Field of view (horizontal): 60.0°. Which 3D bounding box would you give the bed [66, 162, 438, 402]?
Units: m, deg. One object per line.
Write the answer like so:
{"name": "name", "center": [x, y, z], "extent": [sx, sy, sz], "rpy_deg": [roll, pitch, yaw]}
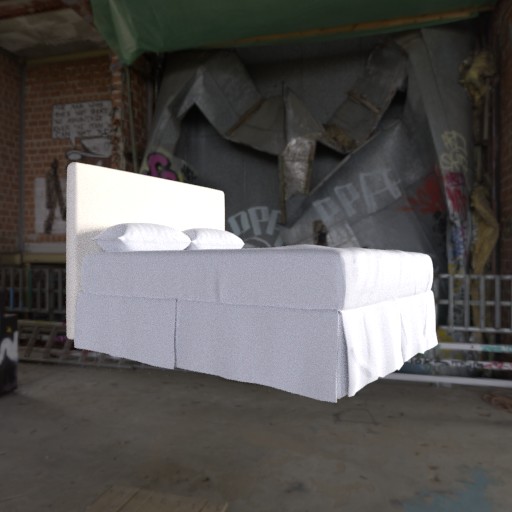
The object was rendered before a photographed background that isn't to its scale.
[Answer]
{"name": "bed", "center": [0.000, 0.000, 3.176], "extent": [2.142, 1.330, 1.713], "rpy_deg": [0, -1, 35]}
